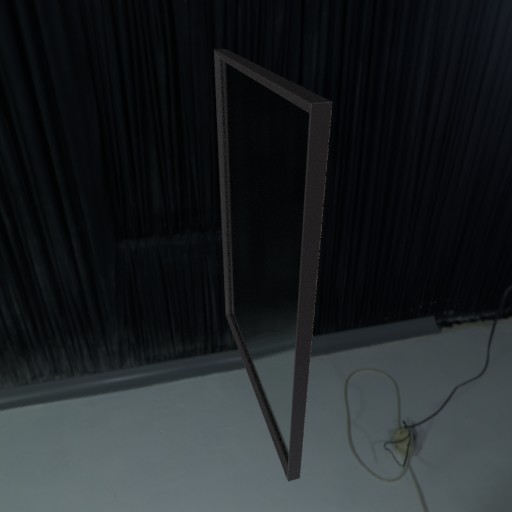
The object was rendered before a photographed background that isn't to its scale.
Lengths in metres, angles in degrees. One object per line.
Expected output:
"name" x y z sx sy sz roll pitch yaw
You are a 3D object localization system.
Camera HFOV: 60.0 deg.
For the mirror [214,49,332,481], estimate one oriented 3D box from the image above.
"mirror" 0.000 0.000 1.285 0.041 1.016 0.762 -9 32 -14
